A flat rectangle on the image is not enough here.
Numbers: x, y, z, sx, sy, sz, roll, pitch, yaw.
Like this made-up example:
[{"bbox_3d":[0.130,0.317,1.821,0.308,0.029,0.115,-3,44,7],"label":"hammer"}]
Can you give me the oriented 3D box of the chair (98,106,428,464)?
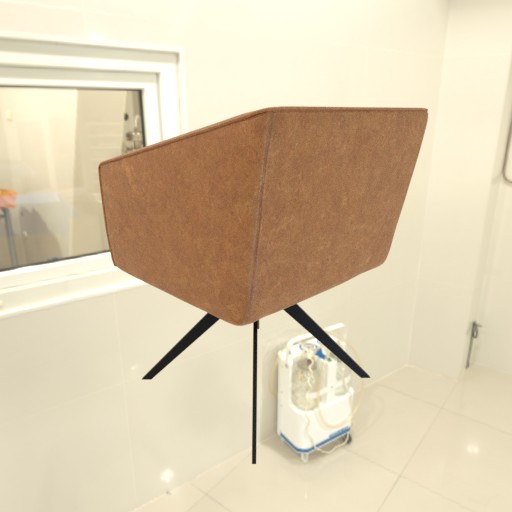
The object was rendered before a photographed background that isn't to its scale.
[{"bbox_3d":[0.000,0.000,1.200,0.588,0.760,0.625,-17,25,-42],"label":"chair"}]
